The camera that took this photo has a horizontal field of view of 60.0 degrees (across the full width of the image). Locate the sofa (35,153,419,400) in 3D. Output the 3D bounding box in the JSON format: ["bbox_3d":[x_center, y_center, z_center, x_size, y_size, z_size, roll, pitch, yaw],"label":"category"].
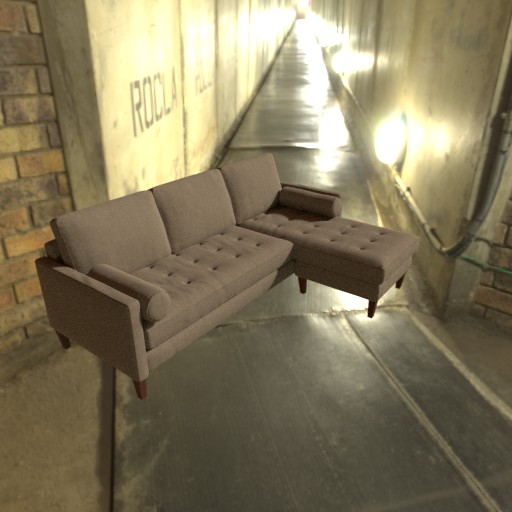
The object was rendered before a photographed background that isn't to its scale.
[{"bbox_3d":[0.000,0.000,2.930,1.506,0.875,2.178,18,31,33],"label":"sofa"}]
